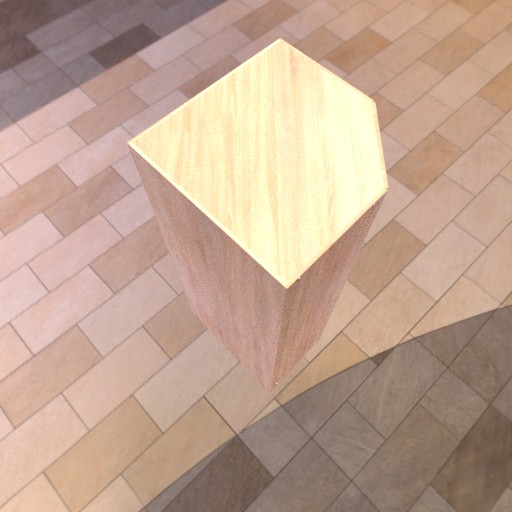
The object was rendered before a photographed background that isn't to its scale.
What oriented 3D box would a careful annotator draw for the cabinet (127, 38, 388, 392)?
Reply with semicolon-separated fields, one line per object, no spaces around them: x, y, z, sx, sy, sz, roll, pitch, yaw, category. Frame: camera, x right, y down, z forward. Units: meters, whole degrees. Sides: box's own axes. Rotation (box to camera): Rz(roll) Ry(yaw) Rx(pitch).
0.000;0.000;2.823;1.094;2.120;1.327;0;63;0;cabinet
